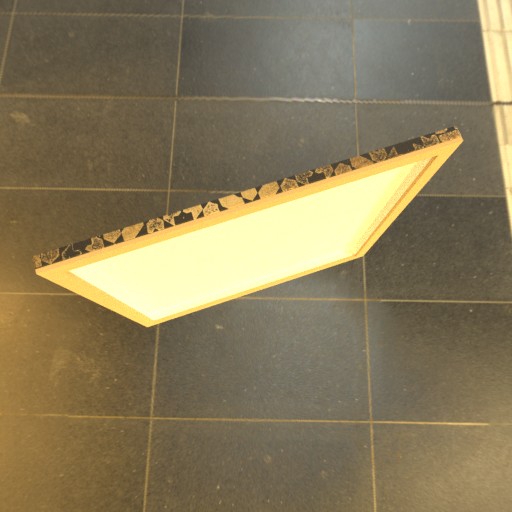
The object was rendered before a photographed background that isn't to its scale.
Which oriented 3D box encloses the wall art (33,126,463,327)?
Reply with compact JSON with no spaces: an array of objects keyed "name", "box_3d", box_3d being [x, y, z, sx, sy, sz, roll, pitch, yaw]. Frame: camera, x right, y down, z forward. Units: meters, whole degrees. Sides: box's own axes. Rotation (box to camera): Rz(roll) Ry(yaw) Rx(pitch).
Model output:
[{"name":"wall art","box_3d":[0.000,0.000,1.341,0.914,0.914,0.038,-18,75,-5]}]
